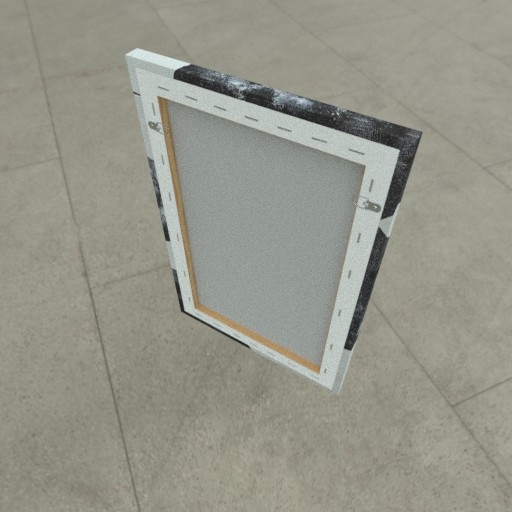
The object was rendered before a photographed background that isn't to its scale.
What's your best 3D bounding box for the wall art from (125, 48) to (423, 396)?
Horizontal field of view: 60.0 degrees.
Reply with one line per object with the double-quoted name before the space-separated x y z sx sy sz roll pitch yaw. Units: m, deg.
"wall art" 0.000 0.000 1.153 0.610 0.915 0.041 24 52 20
